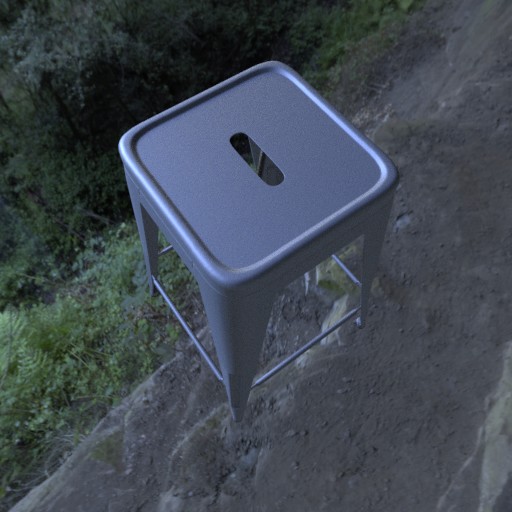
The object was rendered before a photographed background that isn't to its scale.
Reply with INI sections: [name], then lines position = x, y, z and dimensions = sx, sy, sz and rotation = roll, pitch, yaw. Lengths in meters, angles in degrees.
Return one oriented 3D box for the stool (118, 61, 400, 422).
[stool]
position = 0.000, 0.000, 0.884
dimensions = 0.406, 0.610, 0.406
rotation = -33, 68, -15
